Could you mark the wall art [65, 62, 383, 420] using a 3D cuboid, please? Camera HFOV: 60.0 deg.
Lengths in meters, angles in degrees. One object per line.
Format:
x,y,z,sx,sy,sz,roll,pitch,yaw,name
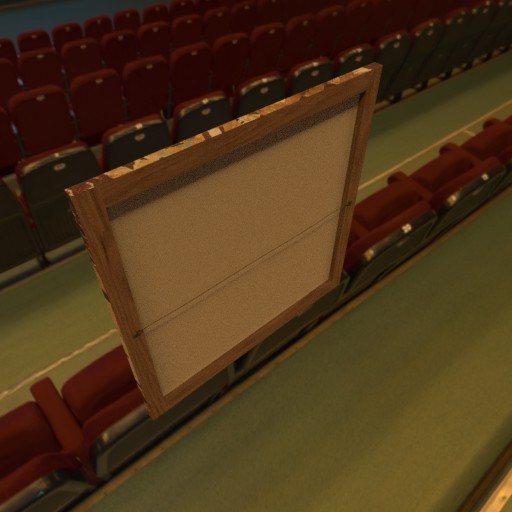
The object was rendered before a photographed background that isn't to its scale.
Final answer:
0.000,0.000,1.119,0.757,0.762,0.028,-31,53,-28,wall art
